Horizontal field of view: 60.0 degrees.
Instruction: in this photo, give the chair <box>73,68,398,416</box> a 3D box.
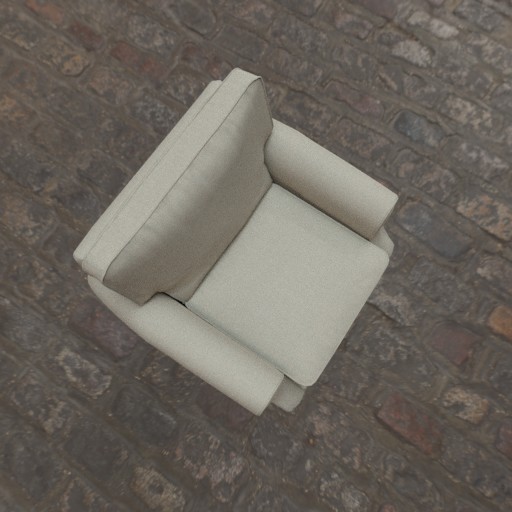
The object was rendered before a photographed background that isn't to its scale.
[{"bbox_3d":[0.000,0.000,1.806,0.966,0.967,1.029,33,78,8],"label":"chair"}]
